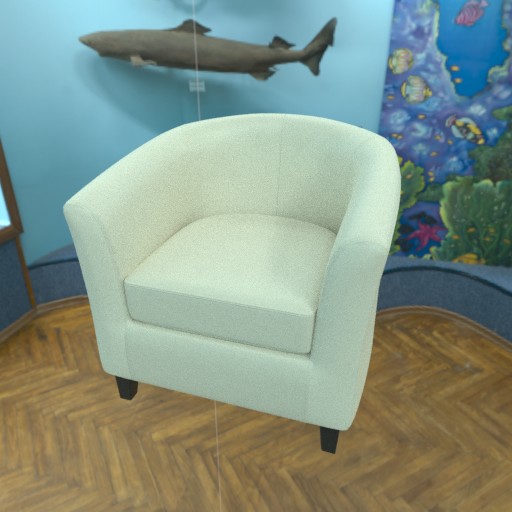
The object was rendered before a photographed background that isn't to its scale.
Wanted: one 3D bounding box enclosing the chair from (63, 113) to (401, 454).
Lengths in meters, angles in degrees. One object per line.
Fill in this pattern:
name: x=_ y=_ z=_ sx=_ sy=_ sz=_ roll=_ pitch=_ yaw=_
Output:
chair: x=0.000 y=0.000 z=1.376 sx=0.792 sy=0.756 sz=0.727 roll=8 pitch=28 yaw=16
